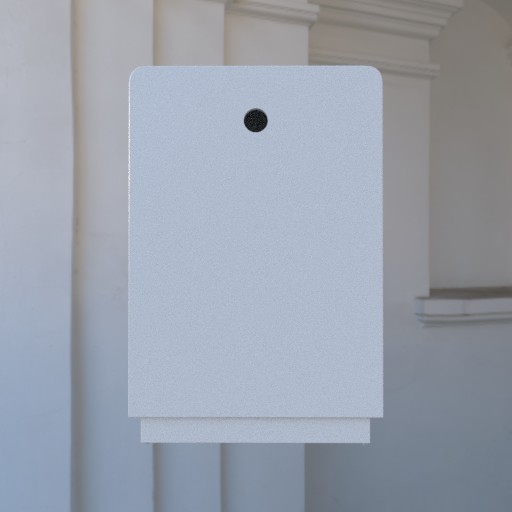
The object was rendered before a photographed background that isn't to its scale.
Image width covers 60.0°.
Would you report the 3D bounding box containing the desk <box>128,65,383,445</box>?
[{"bbox_3d":[0.000,0.000,1.521,0.795,1.190,0.278,0,0,0],"label":"desk"}]
